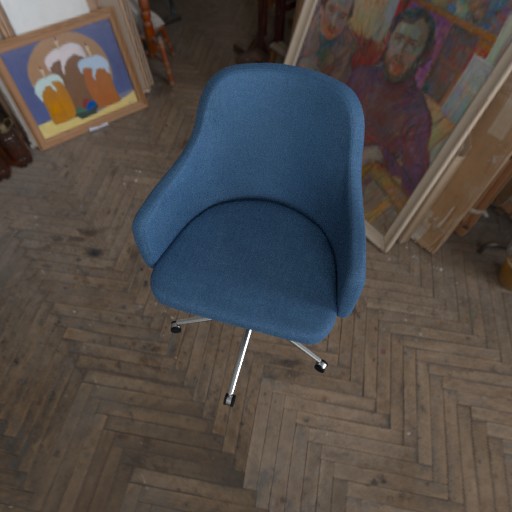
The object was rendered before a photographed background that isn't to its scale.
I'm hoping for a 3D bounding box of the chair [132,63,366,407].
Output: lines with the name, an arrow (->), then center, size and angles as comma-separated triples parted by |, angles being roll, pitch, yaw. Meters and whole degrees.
chair -> 0.000, 0.000, 1.284 | 0.599, 0.820, 0.655 | 14, 56, 9
